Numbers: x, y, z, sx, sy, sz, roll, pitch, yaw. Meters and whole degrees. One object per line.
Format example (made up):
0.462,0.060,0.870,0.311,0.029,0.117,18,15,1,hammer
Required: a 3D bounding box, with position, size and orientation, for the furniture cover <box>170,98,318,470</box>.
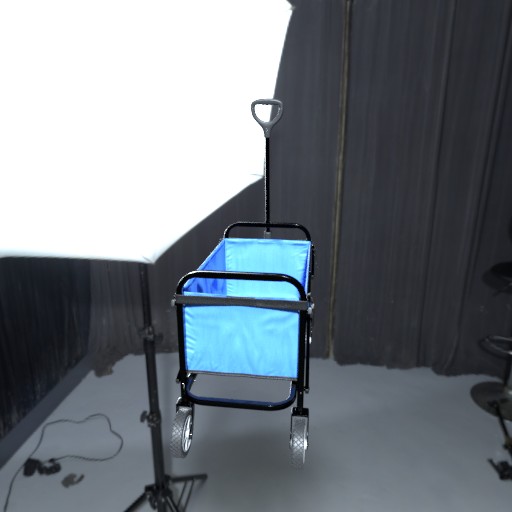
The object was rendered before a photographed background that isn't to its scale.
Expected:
0.000,0.000,1.864,0.532,1.295,1.038,2,16,7,furniture cover
